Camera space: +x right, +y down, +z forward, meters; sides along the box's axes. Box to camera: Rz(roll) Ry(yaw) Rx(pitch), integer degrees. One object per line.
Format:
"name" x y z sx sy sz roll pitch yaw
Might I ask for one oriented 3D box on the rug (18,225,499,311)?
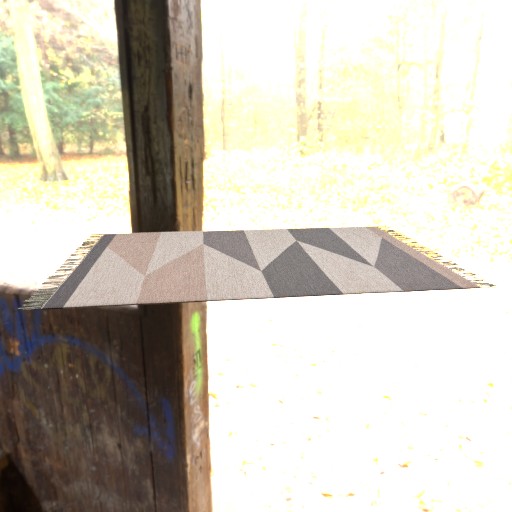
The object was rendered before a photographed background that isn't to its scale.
"rug" 0.000 0.000 2.401 2.021 0.027 1.224 -2 17 -7
